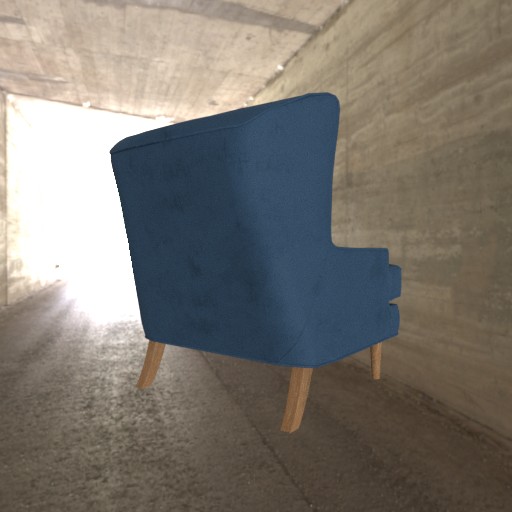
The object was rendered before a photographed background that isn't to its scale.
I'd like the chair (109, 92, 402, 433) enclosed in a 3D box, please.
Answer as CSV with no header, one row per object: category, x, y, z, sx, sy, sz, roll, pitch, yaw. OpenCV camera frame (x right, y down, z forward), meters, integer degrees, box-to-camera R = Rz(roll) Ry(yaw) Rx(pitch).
chair,0.000,0.000,1.626,0.793,0.952,0.910,1,1,37
